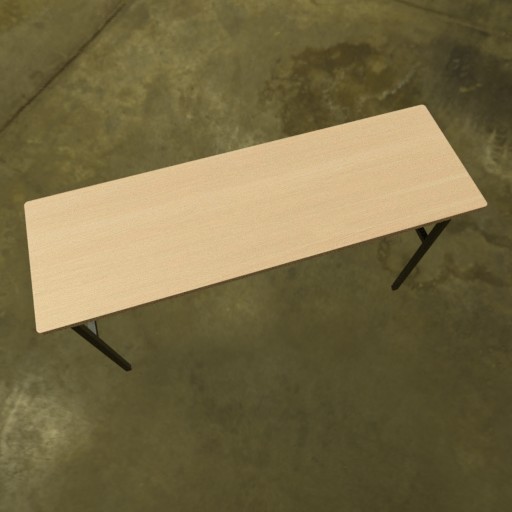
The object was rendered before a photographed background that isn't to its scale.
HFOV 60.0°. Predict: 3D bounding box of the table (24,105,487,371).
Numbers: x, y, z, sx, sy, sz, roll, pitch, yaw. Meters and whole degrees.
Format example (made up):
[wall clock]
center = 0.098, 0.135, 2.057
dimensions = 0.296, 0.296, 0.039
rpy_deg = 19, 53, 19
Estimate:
[table]
center = 0.000, 0.000, 1.735
dimensions = 1.397, 0.750, 0.447
rpy_deg = -16, 65, -8
